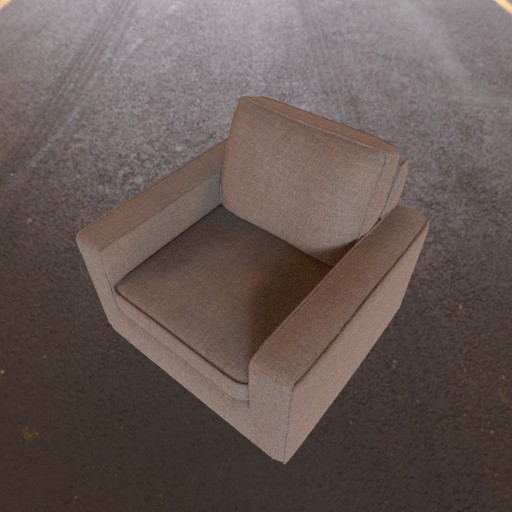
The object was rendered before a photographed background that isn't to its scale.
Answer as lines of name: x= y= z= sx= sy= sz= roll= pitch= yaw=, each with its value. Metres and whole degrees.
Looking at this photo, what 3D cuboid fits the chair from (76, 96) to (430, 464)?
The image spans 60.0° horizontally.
chair: x=0.000 y=0.000 z=1.749 sx=1.016 sy=0.914 sz=0.940 roll=30 pitch=53 yaw=26
